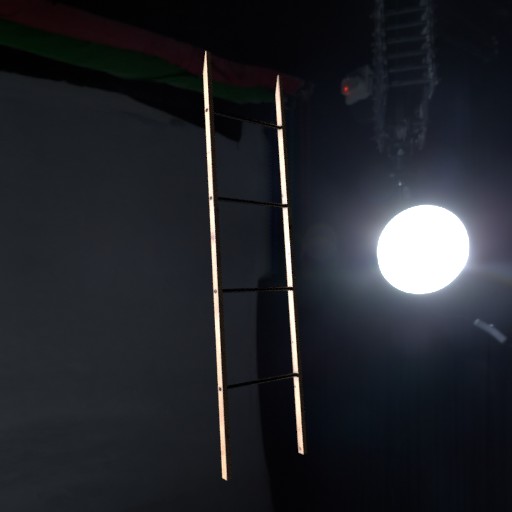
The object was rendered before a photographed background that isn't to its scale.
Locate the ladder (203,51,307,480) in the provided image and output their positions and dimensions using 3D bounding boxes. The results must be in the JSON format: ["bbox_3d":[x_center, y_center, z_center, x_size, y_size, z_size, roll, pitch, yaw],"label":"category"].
[{"bbox_3d":[0.000,0.000,1.998,0.442,1.805,0.200,1,-2,-37],"label":"ladder"}]
